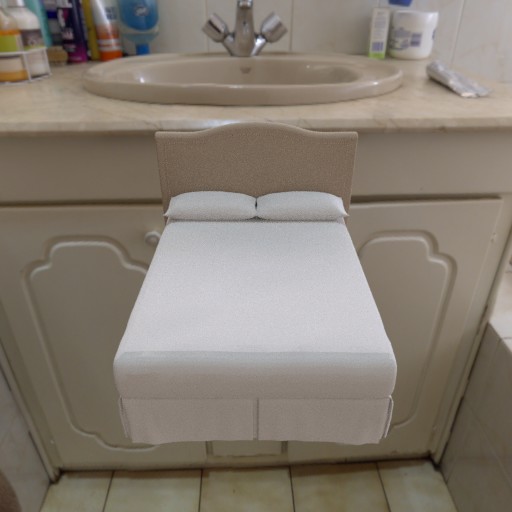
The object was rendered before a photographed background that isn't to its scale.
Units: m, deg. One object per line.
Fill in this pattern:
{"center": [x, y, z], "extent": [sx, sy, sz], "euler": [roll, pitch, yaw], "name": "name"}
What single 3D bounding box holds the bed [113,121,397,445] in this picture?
{"center": [0.000, 0.000, 3.148], "extent": [1.678, 1.398, 2.052], "euler": [0, 31, 0], "name": "bed"}
